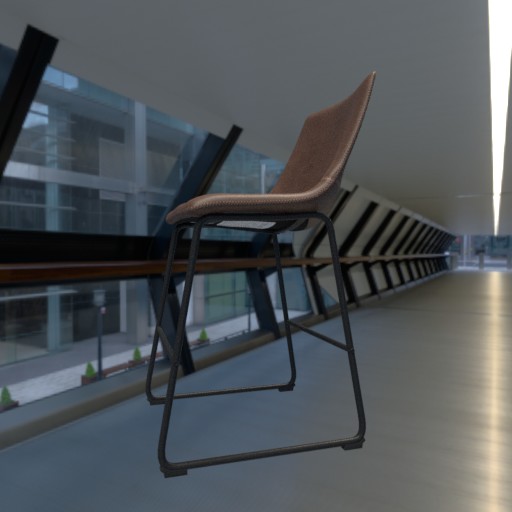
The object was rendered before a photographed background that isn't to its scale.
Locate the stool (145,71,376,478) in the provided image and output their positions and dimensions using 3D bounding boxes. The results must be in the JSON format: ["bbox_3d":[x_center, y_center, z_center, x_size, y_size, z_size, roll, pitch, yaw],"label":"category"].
[{"bbox_3d":[0.000,0.000,1.176,0.550,0.890,0.460,0,1,-17],"label":"stool"}]
